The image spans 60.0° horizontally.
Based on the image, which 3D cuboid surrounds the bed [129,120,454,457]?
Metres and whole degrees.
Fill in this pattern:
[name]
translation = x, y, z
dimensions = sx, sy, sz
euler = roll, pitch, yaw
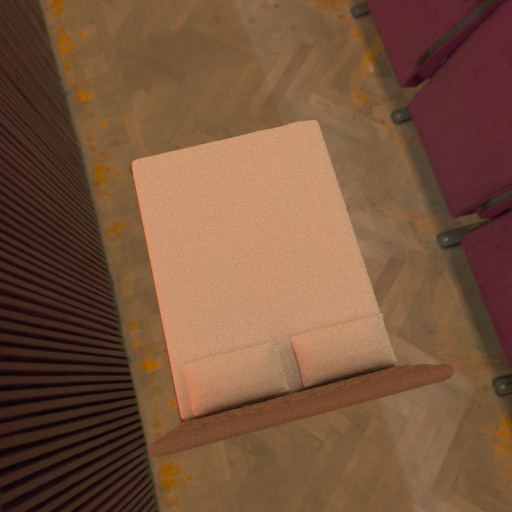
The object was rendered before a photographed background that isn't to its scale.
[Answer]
[bed]
translation = 0.000, 0.000, 3.299
dimensions = 1.696, 1.426, 2.233
euler = -14, 75, -4
